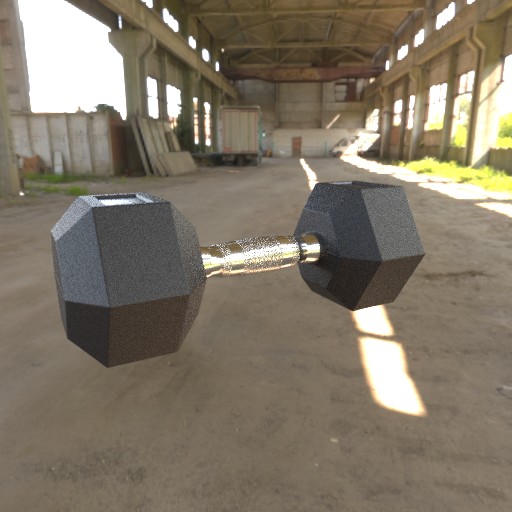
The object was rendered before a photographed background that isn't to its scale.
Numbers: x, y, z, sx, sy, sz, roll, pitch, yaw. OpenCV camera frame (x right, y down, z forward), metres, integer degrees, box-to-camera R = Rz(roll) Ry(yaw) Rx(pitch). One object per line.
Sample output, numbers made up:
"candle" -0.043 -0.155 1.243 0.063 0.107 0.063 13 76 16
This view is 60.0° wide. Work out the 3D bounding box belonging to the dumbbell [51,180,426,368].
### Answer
"dumbbell" 0.000 0.000 0.383 0.315 0.113 0.129 -8 17 -27
